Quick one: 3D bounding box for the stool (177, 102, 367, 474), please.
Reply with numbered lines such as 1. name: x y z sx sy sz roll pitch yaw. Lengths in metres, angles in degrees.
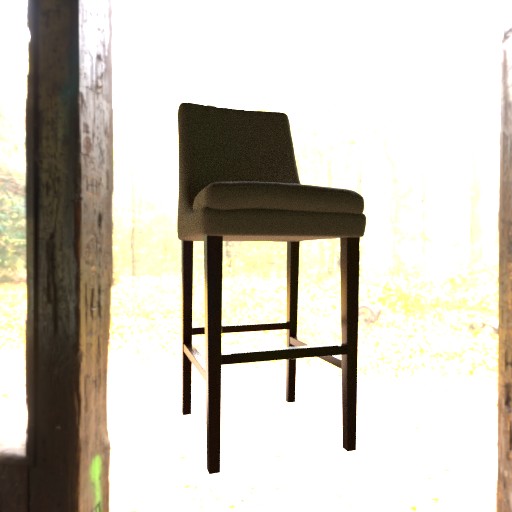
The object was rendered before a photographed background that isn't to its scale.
1. stool: 0.000 0.000 1.401 0.470 1.078 0.577 0 1 -19
